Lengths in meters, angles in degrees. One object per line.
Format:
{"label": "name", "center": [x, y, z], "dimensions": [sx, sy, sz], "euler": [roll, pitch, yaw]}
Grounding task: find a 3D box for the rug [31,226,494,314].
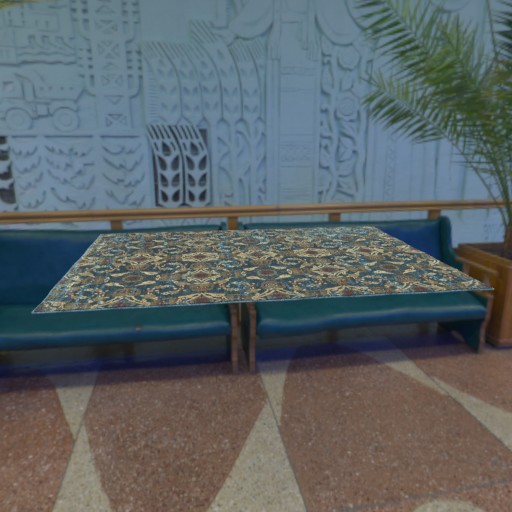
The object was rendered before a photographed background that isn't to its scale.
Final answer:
{"label": "rug", "center": [0.000, 0.000, 2.830], "dimensions": [2.207, 0.014, 1.567], "euler": [-2, 16, -8]}
